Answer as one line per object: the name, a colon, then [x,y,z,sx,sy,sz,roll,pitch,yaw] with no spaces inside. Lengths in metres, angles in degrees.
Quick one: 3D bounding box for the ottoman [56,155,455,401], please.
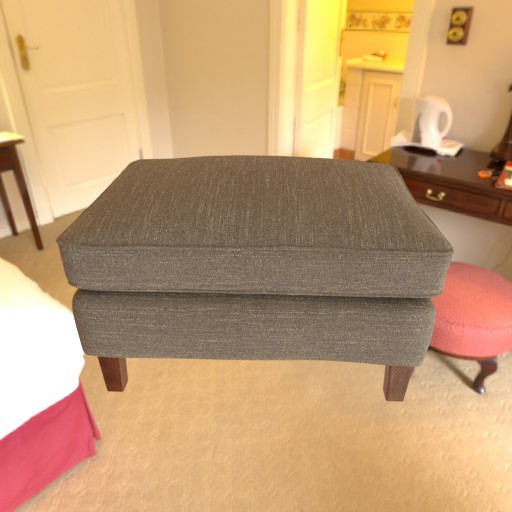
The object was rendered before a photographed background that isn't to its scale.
ottoman: [0.000,0.000,0.998,0.686,0.406,0.508,1,29,2]
